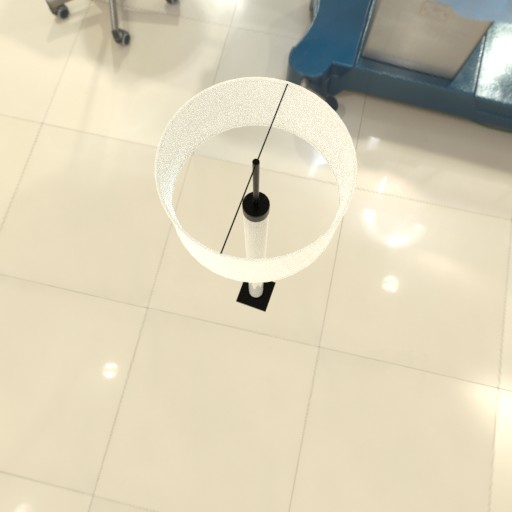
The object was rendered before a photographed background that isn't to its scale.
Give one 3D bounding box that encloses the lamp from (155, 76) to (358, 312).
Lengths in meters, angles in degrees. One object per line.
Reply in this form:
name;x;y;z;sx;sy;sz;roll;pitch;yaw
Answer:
lamp;0.000;0.000;1.616;0.420;1.475;0.420;19;76;5
